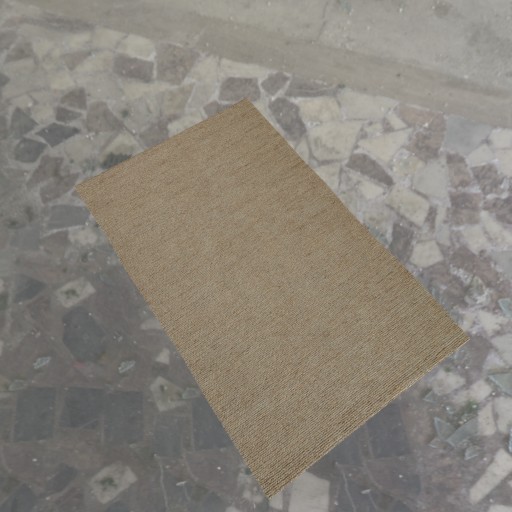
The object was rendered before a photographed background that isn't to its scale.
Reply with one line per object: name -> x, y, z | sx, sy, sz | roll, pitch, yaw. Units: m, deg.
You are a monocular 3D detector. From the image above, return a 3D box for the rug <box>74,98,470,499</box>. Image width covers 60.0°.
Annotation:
rug -> 0.000, 0.000, 2.978 | 1.533, 0.011, 2.439 | -32, 68, -15
